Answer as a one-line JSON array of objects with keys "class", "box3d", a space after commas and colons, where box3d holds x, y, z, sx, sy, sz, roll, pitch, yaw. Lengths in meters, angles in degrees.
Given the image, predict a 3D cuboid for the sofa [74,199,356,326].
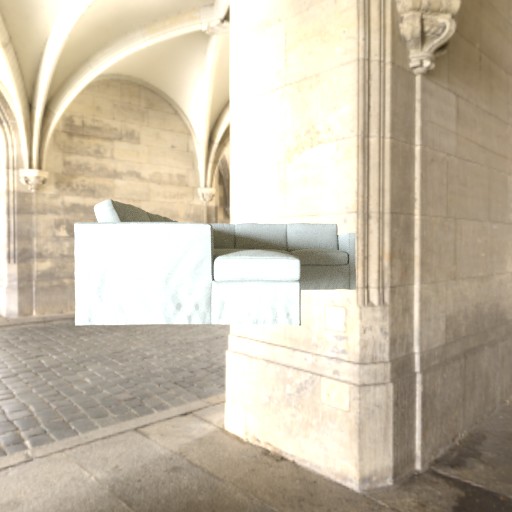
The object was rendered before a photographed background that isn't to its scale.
[{"class": "sofa", "box3d": [0.000, 0.000, 4.636, 2.440, 0.869, 3.434, 0, 1, 0]}]
